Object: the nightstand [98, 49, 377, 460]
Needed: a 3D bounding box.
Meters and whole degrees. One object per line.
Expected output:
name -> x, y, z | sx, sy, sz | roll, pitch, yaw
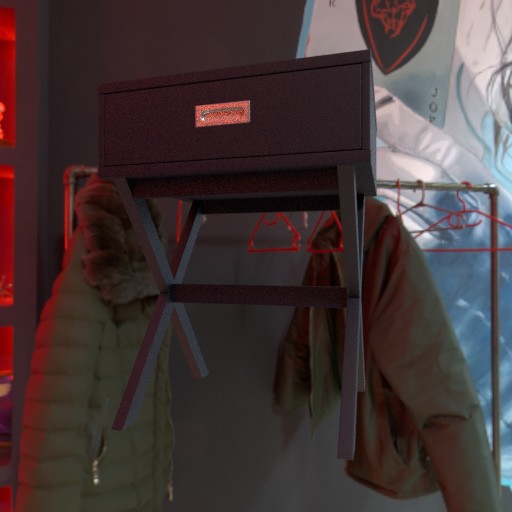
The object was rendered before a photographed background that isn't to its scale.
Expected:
nightstand -> 0.000, 0.000, 0.926 | 0.479, 0.623, 0.402 | 0, 0, 16
